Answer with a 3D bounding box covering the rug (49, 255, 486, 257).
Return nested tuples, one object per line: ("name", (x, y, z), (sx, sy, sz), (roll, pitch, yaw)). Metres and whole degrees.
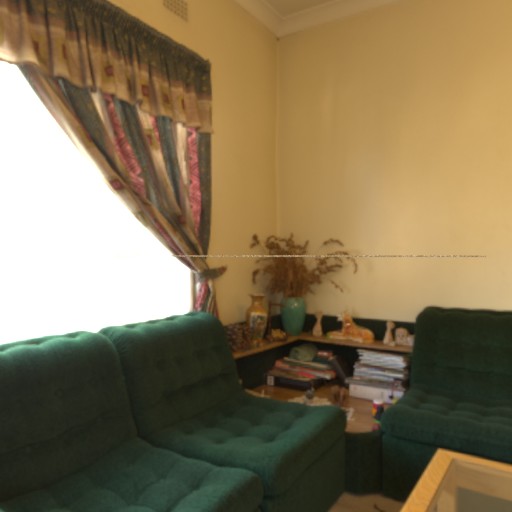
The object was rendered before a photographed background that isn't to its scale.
("rug", (0.000, 0.000, 2.755), (2.438, 0.006, 0.783), (0, 0, 17))
